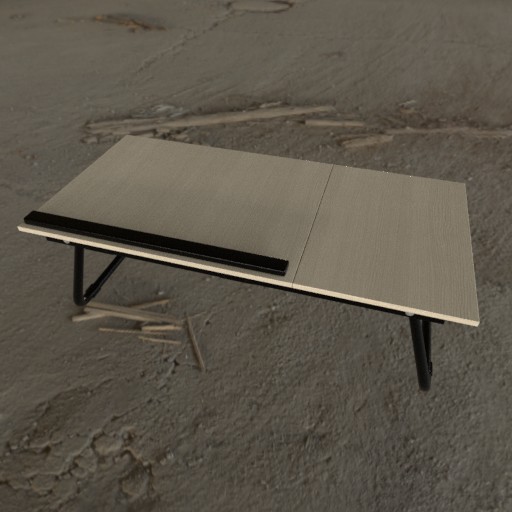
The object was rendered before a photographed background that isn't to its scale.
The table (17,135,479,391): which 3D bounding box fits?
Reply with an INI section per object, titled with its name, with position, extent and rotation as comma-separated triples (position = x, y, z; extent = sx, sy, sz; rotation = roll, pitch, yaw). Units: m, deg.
[table]
position = 0.000, 0.000, 0.773
extent = 0.644, 0.242, 0.322
rotation = 11, 42, 13
